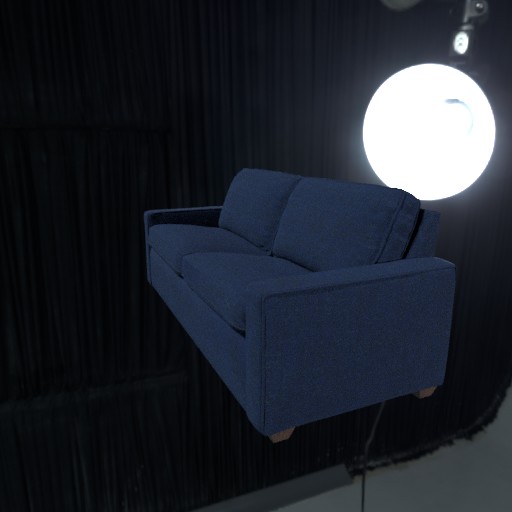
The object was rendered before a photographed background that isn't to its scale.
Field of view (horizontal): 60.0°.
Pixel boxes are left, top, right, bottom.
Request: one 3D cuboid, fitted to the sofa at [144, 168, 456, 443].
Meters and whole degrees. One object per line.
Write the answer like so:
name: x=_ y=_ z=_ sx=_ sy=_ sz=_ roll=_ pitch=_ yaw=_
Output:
sofa: x=0.000 y=0.000 z=2.572 sx=0.940 sy=0.919 sz=2.080 roll=-6 pitch=16 yaw=-24
